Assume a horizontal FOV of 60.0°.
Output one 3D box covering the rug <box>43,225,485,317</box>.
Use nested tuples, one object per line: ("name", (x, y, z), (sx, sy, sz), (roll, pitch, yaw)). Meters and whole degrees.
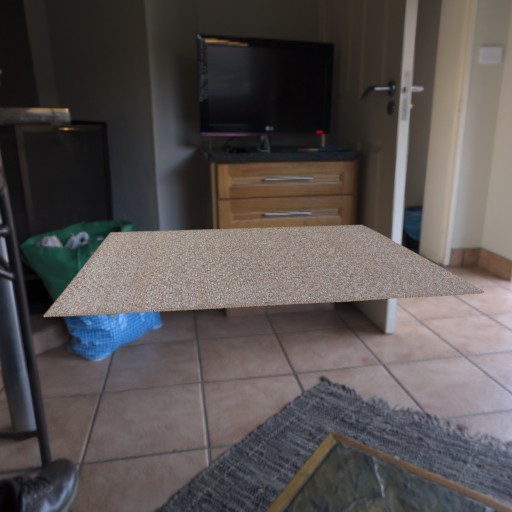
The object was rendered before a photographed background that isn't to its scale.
("rug", (0.000, 0.000, 4.136), (3.048, 0.013, 2.439), (-2, 16, -8))
